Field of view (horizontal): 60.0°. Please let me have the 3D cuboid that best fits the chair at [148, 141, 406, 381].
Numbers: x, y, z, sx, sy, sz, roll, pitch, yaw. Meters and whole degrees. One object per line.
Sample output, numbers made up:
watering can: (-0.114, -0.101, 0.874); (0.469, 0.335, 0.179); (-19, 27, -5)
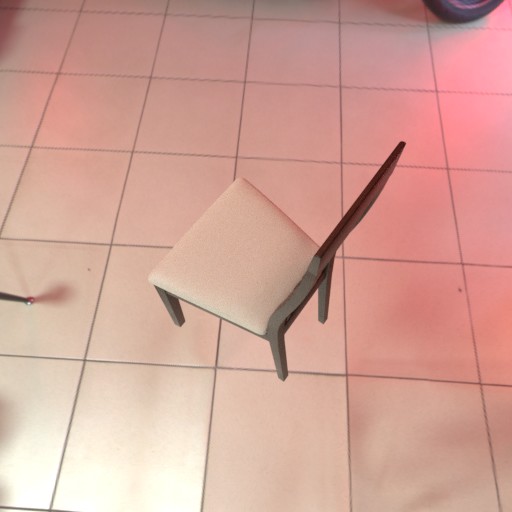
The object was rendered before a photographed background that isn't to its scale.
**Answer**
chair: (0.000, 0.000, 1.275); (0.474, 1.027, 0.460); (33, 68, 15)
